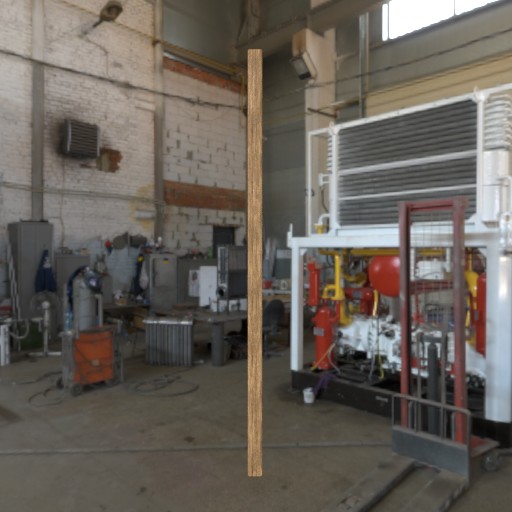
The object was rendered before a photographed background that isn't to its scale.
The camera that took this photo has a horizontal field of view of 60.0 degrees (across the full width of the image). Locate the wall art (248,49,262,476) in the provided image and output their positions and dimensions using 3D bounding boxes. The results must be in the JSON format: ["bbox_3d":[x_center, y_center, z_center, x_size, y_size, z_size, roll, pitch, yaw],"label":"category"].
[{"bbox_3d":[0.000,0.000,0.861,0.021,0.576,0.561,0,1,0],"label":"wall art"}]
